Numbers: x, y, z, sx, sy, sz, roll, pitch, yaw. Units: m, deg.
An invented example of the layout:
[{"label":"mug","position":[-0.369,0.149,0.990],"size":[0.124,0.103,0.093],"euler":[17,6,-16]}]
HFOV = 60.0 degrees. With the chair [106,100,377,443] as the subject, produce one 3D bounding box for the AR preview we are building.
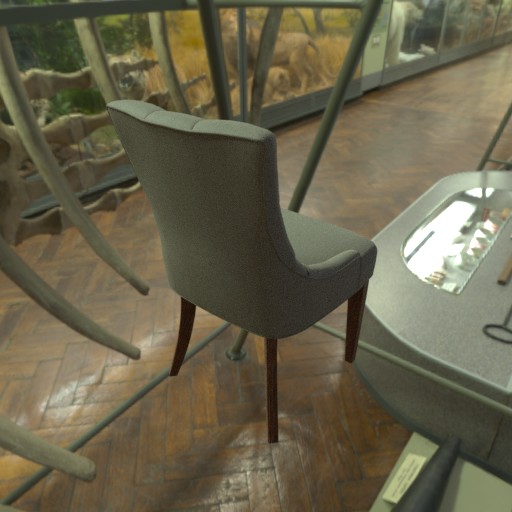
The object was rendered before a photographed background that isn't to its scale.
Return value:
[{"label":"chair","position":[0.000,0.000,1.239],"size":[0.509,0.874,0.565],"euler":[22,37,32]}]
